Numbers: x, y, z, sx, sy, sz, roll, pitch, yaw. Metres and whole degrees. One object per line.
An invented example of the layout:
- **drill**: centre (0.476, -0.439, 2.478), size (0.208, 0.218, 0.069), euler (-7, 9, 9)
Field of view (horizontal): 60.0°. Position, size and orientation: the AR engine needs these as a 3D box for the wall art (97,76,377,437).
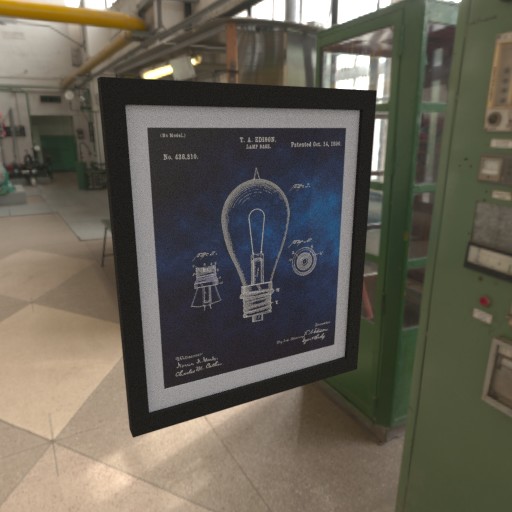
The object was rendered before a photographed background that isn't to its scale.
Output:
- **wall art**: centre (0.000, 0.000, 0.699), size (0.428, 0.505, 0.023), euler (-8, 18, -26)
